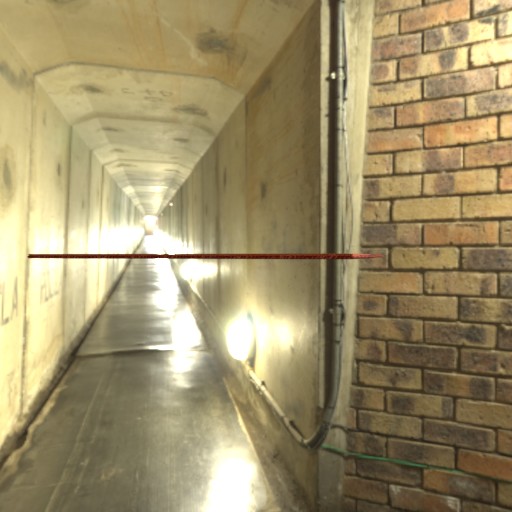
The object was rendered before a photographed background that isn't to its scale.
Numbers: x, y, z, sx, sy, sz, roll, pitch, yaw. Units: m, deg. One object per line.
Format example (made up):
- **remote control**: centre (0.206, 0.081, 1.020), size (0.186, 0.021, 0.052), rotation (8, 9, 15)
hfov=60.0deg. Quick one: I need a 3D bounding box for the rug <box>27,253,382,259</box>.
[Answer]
- **rug**: centre (0.000, 0.000, 2.352), size (1.230, 0.018, 1.835), rotation (0, 0, 18)
